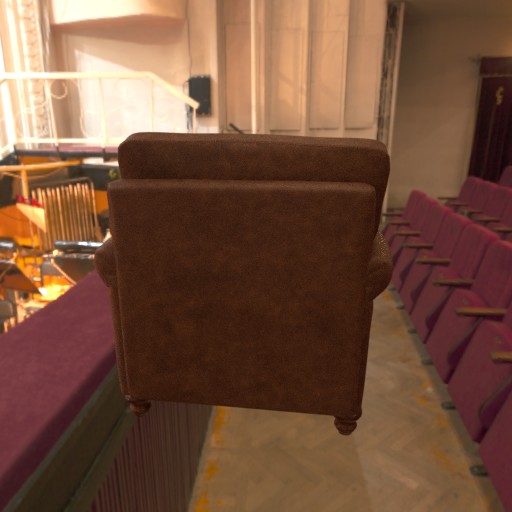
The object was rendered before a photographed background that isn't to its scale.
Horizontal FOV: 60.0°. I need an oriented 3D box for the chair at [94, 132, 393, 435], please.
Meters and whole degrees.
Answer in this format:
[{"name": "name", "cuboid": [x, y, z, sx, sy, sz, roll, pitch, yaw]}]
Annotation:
[{"name": "chair", "cuboid": [0.000, 0.000, 1.805, 0.996, 0.976, 1.002, 2, 16, 8]}]
